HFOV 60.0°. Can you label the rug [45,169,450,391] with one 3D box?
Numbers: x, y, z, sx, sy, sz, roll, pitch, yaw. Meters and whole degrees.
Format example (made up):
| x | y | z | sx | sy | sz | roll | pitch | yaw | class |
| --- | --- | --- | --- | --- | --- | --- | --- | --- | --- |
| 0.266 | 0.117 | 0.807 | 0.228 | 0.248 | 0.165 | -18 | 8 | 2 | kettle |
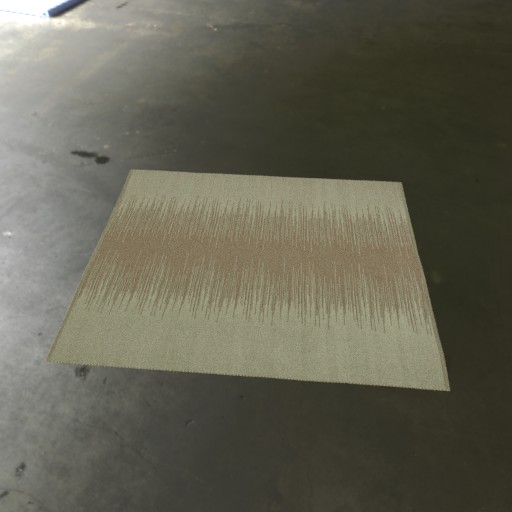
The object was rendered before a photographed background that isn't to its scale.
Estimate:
| x | y | z | sx | sy | sz | roll | pitch | yaw | class |
| --- | --- | --- | --- | --- | --- | --- | --- | --- | --- |
| 0.000 | 0.000 | 4.119 | 3.048 | 0.013 | 2.438 | 3 | 47 | 3 | rug |
